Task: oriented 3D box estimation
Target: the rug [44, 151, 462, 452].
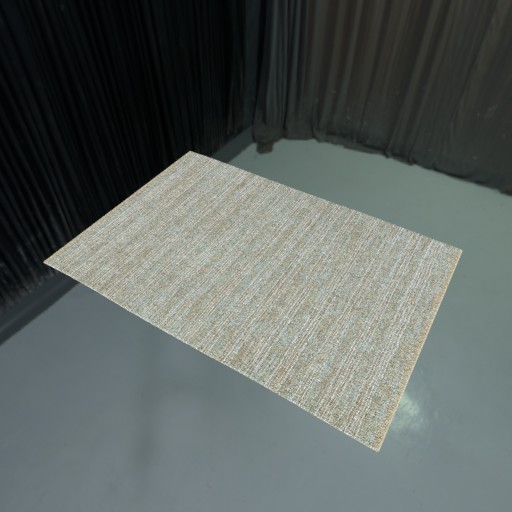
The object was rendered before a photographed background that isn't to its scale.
[{"bbox_3d":[0.000,0.000,2.328,1.824,0.010,1.240,24,50,22],"label":"rug"}]
